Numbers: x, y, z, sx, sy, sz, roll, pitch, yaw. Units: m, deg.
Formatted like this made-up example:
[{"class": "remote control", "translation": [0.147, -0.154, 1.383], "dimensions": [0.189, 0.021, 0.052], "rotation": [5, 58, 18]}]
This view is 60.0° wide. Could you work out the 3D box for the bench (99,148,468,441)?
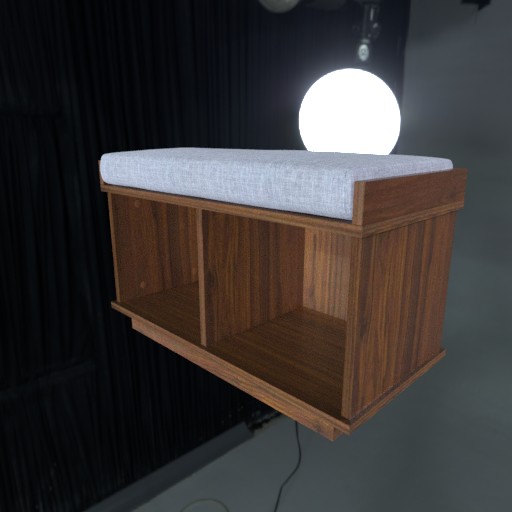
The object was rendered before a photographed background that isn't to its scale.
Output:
[{"class": "bench", "translation": [0.000, 0.000, 0.989], "dimensions": [0.734, 0.461, 0.362], "rotation": [15, 21, 43]}]
